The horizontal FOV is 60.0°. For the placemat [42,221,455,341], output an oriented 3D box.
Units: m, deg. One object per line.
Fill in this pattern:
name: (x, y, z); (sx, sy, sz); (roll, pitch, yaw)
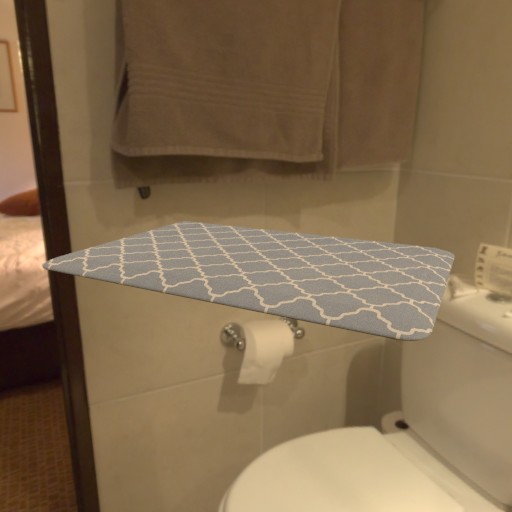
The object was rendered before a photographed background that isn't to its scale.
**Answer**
placemat: (0.000, 0.000, 0.956); (0.762, 0.021, 0.508); (8, 17, 26)
